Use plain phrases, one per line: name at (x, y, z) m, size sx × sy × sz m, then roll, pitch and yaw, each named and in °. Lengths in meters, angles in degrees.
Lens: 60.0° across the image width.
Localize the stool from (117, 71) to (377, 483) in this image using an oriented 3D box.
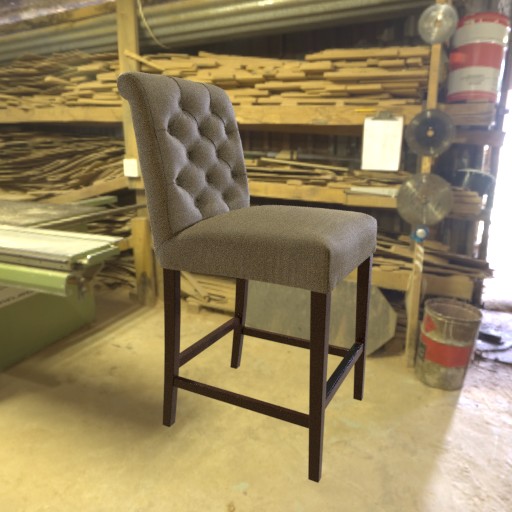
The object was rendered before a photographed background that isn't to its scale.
stool at (0.000, 0.000, 1.399) m, size 0.660 × 1.084 × 0.486 m, roll 8°, pitch 16°, yaw 27°
